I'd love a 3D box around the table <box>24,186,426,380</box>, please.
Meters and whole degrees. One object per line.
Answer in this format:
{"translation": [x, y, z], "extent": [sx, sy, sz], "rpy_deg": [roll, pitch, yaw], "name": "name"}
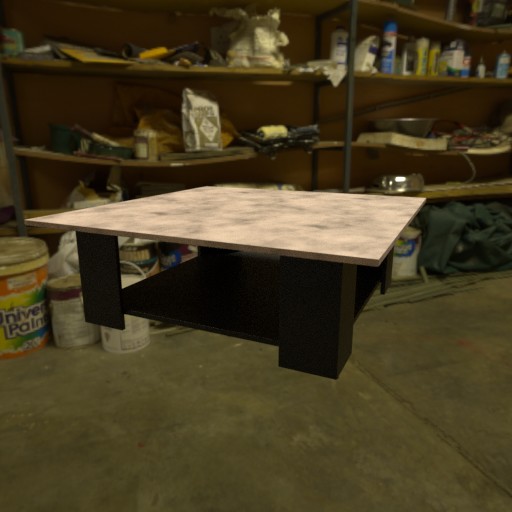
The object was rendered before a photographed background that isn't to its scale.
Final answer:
{"translation": [0.000, 0.000, 1.377], "extent": [0.890, 0.305, 0.890], "rpy_deg": [7, 16, 24], "name": "table"}
